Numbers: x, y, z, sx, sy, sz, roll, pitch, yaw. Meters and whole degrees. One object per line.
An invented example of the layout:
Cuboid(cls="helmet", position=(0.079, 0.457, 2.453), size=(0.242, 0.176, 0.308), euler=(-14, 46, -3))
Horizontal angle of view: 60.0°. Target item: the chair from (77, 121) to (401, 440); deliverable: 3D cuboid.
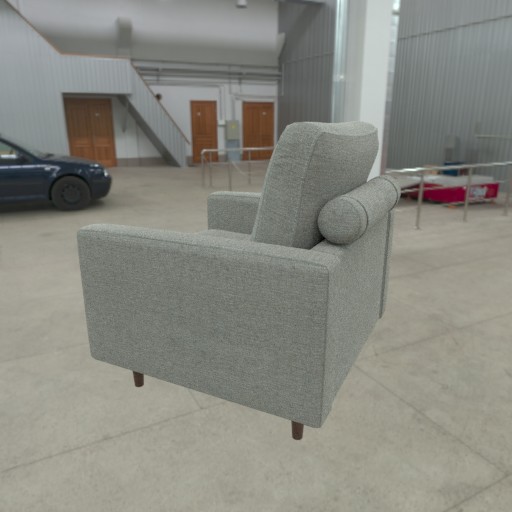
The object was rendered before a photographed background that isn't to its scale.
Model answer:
Cuboid(cls="chair", position=(0.000, 0.000, 1.516), size=(0.843, 0.880, 0.821), euler=(8, 19, 25))
